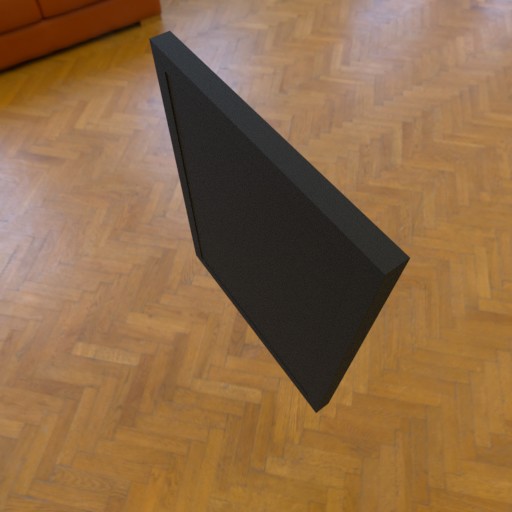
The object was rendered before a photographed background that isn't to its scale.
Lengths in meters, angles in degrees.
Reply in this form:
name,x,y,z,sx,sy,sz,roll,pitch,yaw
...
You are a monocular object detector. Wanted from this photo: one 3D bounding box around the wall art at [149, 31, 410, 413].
name,x,y,z,sx,sy,sz,roll,pitch,yaw
wall art,0.000,0.000,0.750,0.033,0.559,0.457,-31,63,-18
